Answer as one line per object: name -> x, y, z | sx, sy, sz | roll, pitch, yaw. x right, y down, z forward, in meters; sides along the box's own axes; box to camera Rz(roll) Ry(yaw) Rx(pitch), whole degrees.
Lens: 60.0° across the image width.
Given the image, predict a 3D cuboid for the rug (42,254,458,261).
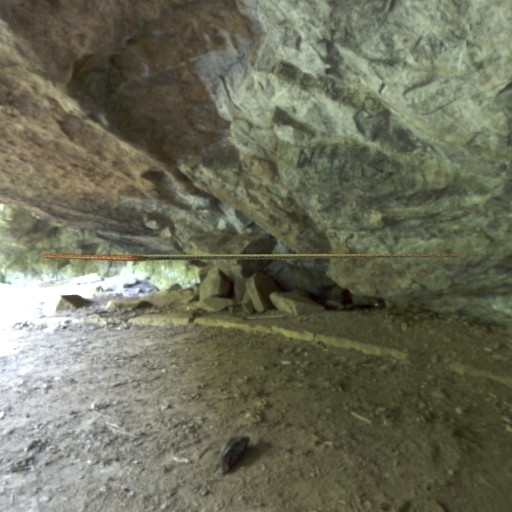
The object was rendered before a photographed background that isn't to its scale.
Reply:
rug -> 0.000, 0.000, 2.301 | 1.838, 0.019, 1.220 | 0, 0, -37
